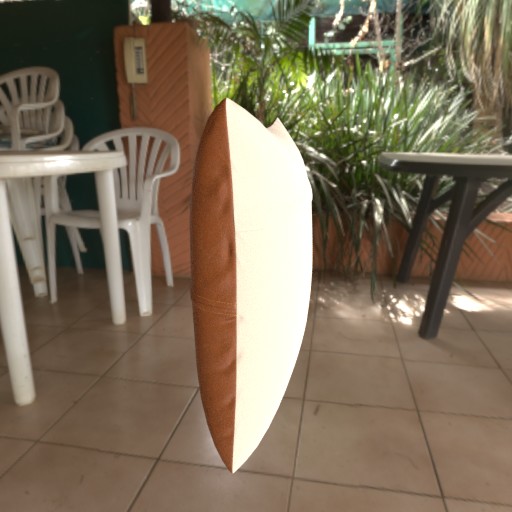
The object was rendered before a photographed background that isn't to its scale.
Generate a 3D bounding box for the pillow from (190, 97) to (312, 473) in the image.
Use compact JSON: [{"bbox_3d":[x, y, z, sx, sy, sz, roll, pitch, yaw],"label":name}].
[{"bbox_3d":[0.000,0.000,0.765,0.192,0.477,0.501,2,15,9],"label":"pillow"}]
